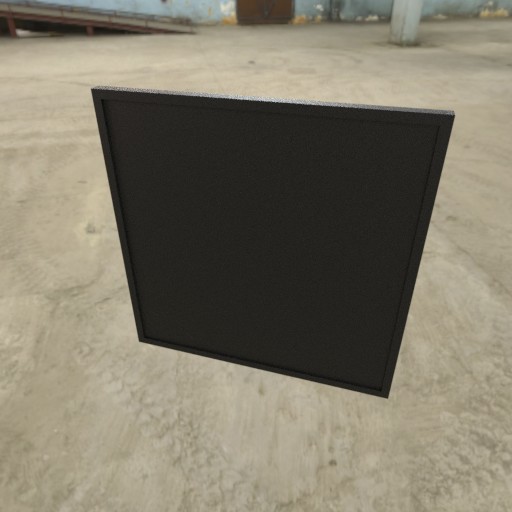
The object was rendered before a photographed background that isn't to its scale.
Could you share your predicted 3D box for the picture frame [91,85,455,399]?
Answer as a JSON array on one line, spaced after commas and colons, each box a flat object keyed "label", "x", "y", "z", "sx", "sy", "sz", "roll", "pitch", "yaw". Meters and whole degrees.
[{"label": "picture frame", "x": 0.000, "y": 0.000, "z": 1.129, "sx": 0.775, "sy": 0.775, "sz": 0.032, "roll": 9, "pitch": 34, "yaw": 14}]
